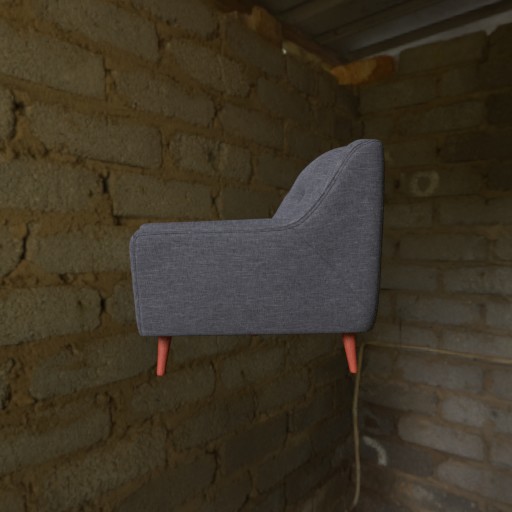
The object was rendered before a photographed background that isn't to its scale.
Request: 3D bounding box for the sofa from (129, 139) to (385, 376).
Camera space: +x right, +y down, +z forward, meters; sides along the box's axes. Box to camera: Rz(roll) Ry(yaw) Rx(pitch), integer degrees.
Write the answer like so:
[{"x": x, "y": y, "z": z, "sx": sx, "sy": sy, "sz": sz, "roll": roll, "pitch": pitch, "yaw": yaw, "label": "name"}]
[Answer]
[{"x": 0.000, "y": 0.000, "z": 2.465, "sx": 0.975, "sy": 0.896, "sz": 1.929, "roll": 0, "pitch": 1, "yaw": 0, "label": "sofa"}]
